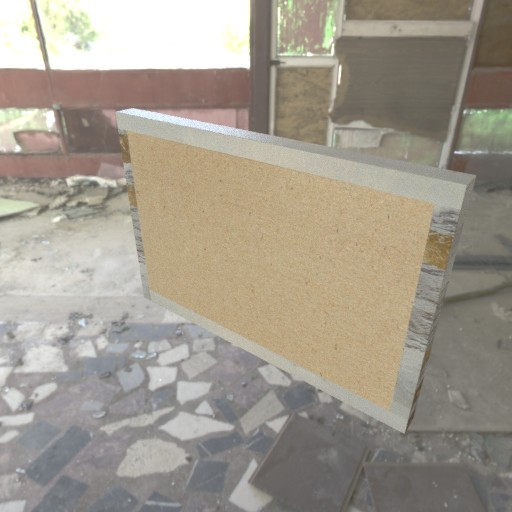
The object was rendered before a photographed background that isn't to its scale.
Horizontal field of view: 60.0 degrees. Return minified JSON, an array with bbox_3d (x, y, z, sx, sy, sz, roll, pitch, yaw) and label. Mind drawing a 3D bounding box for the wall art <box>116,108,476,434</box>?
[{"bbox_3d":[0.000,0.000,0.755,0.606,0.407,0.041,21,36,31],"label":"wall art"}]
